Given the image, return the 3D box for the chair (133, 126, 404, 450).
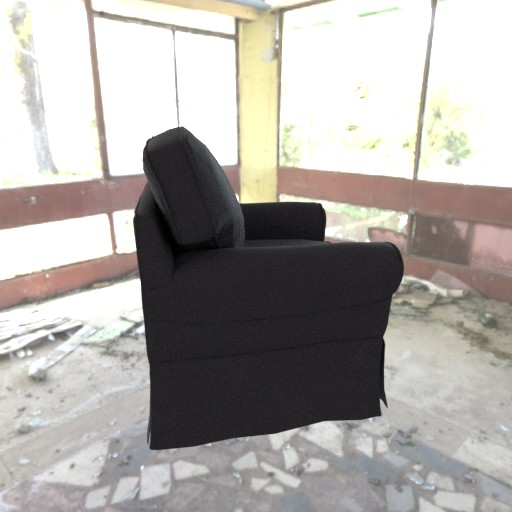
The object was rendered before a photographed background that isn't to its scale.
[{"bbox_3d":[0.000,0.000,2.026,1.002,1.140,1.119,-3,17,-9],"label":"chair"}]
